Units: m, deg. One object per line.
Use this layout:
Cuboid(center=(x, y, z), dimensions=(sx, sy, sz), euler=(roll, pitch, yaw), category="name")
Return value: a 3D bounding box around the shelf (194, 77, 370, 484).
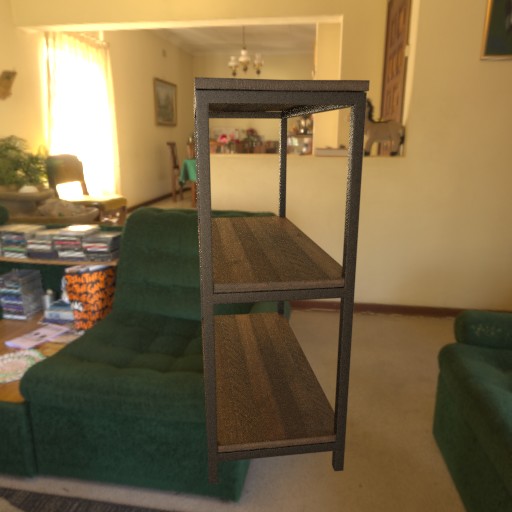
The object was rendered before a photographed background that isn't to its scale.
Cuboid(center=(0.000, 0.000, 1.393), dimensions=(0.352, 0.947, 0.822), euler=(-2, 15, -8), category="shelf")
